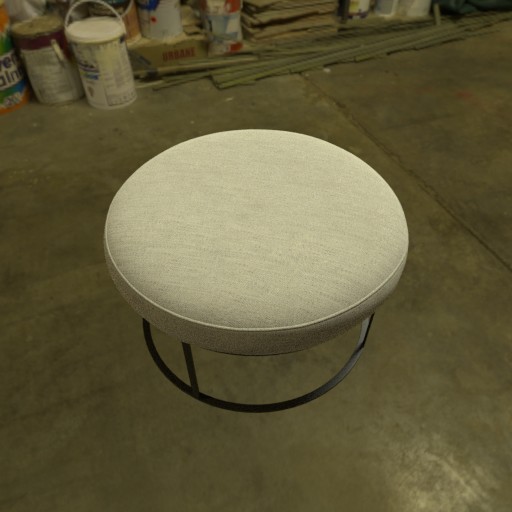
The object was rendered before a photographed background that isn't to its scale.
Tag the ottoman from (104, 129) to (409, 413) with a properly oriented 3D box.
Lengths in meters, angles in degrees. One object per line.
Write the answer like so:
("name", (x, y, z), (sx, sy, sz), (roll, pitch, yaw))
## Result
("ottoman", (0.000, 0.000, 1.247), (0.769, 0.459, 0.769), (0, 46, 0))
